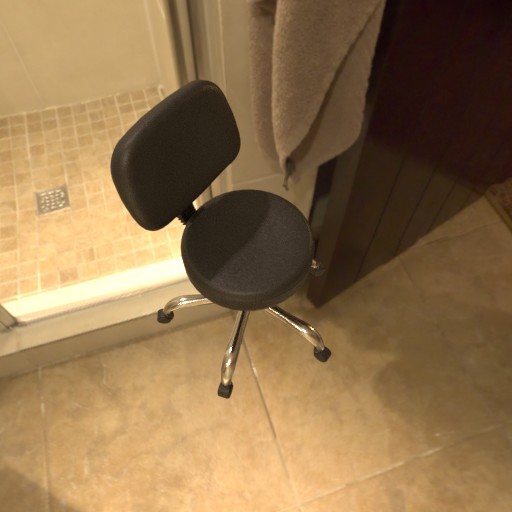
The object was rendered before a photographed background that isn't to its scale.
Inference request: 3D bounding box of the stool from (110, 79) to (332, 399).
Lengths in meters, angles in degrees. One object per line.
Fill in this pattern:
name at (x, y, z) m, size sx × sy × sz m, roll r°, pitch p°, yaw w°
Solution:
stool at (0.000, 0.000, 1.368) m, size 0.648 × 0.862 × 0.673 m, roll 30°, pitch 63°, yaw 18°
